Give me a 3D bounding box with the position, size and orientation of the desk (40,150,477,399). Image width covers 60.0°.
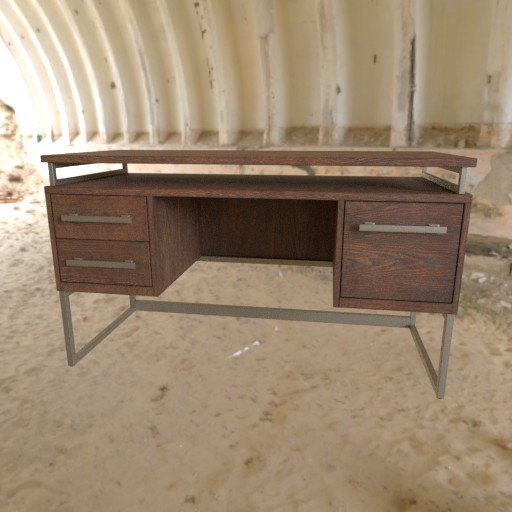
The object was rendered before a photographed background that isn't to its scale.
[{"bbox_3d":[0.000,0.000,1.753,1.384,0.792,0.610,2,15,9],"label":"desk"}]
